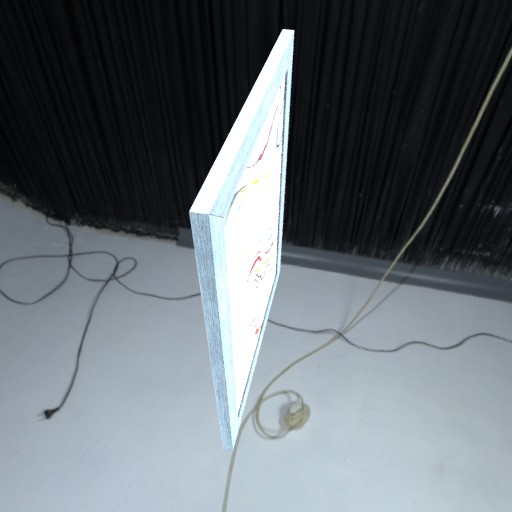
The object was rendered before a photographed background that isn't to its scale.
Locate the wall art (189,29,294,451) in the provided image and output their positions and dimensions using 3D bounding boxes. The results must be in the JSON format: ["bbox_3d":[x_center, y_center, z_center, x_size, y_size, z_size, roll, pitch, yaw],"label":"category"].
[{"bbox_3d":[0.000,0.000,0.808,0.020,0.613,0.481,10,47,9],"label":"wall art"}]
